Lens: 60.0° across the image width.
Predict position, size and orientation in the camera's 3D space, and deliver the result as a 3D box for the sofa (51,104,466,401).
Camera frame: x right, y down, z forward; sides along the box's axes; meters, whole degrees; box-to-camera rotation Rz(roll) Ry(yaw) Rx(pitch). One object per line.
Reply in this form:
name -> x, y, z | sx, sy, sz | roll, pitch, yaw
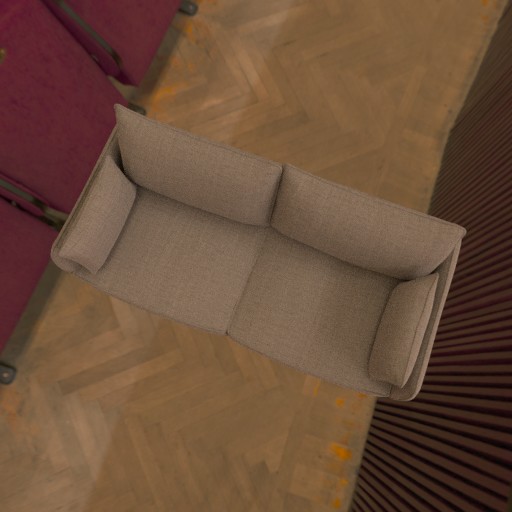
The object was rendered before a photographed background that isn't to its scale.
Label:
sofa -> 0.000, 0.000, 2.421 | 1.989, 0.851, 0.972 | 20, 76, 5
